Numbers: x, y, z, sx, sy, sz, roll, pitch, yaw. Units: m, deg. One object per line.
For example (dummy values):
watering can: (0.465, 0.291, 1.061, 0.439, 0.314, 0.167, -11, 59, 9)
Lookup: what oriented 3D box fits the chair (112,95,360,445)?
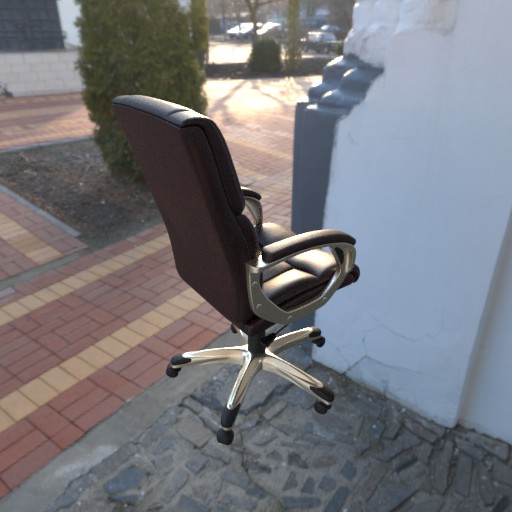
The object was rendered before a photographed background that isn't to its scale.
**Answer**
chair: (0.000, 0.000, 1.570, 0.739, 1.107, 0.662, -18, 32, -31)
